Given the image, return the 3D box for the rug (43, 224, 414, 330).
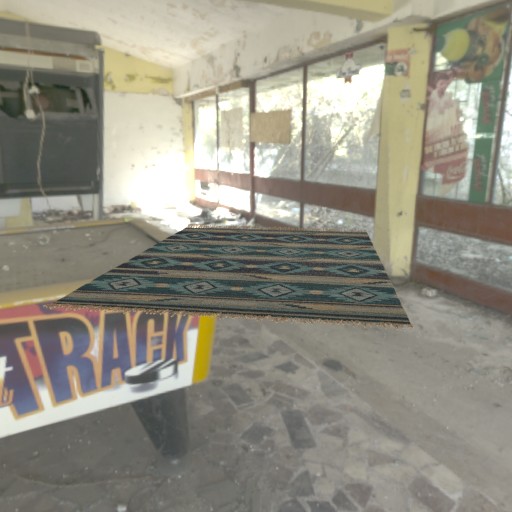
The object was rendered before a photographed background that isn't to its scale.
[{"bbox_3d":[0.000,0.000,4.380,2.418,0.047,3.307,2,14,9],"label":"rug"}]
